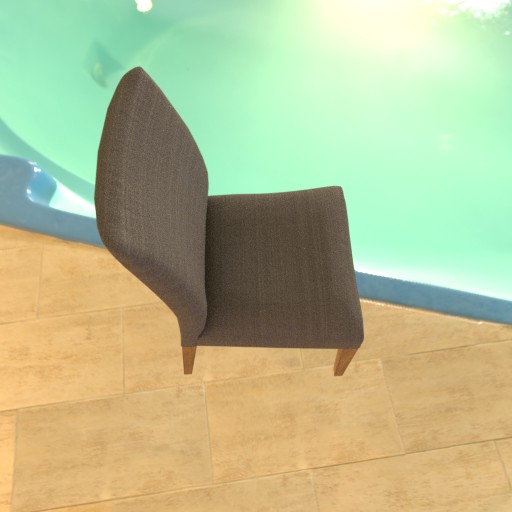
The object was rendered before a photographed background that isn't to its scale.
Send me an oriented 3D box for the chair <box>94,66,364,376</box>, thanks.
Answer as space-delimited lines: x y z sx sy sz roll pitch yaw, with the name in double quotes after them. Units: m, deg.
0.000 0.000 1.233 0.585 0.940 0.496 -2 64 -1 "chair"
